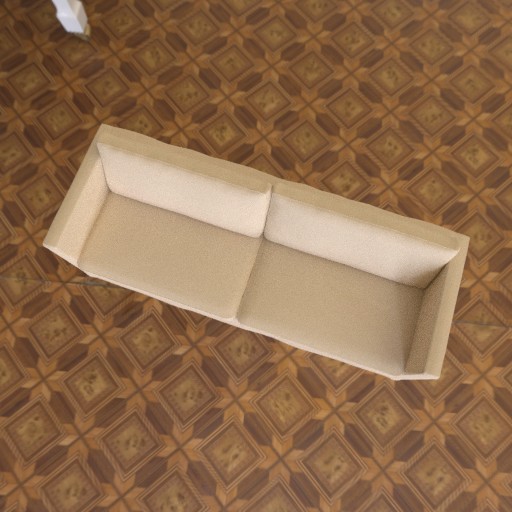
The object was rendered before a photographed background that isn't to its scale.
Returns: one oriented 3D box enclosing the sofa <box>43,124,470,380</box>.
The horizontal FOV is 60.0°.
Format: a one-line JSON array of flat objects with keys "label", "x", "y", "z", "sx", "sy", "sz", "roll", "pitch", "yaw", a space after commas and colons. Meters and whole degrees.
[{"label": "sofa", "x": 0.000, "y": 0.000, "z": 3.327, "sx": 2.779, "sy": 0.999, "sz": 1.036, "roll": 18, "pitch": 75, "yaw": 5}]
